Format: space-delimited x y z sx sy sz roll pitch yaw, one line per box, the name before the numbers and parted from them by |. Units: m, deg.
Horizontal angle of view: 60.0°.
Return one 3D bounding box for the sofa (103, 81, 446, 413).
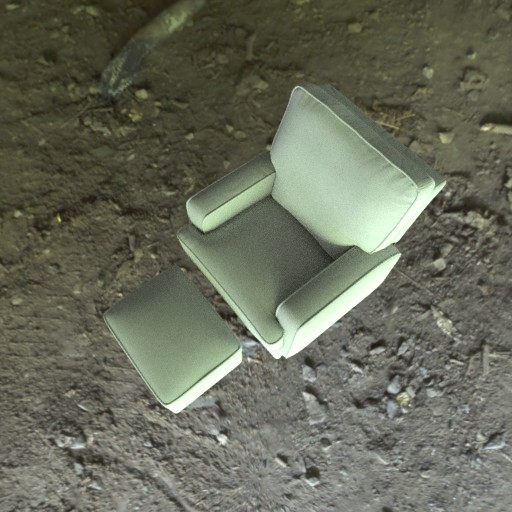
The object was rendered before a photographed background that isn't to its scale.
sofa | 0.000 0.000 2.096 1.472 0.959 0.861 -36 69 -16
